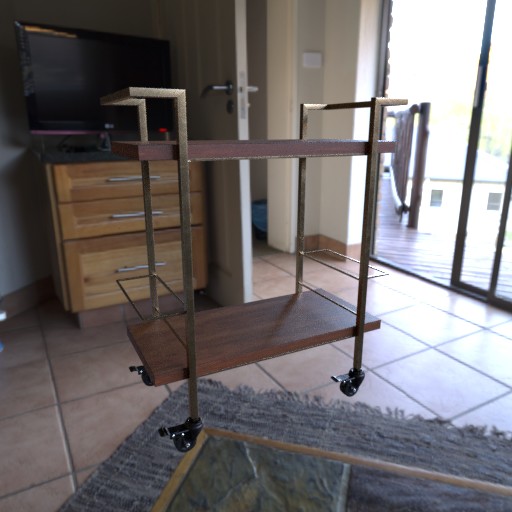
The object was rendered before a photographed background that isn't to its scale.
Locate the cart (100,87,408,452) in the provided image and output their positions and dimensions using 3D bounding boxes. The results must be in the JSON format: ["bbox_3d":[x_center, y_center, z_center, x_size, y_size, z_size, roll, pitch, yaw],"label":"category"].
[{"bbox_3d":[0.000,0.000,1.200,0.695,0.807,0.364,-8,18,-26],"label":"cart"}]
